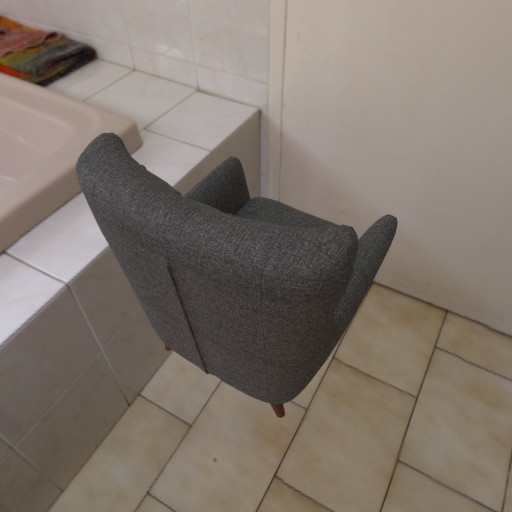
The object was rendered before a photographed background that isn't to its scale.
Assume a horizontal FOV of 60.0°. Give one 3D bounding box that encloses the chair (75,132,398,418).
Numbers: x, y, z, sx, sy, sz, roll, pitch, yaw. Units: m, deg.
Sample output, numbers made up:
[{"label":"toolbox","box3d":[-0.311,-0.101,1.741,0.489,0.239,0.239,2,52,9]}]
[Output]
[{"label":"chair","box3d":[0.000,0.000,1.729,0.878,1.063,0.904,25,52,21]}]
